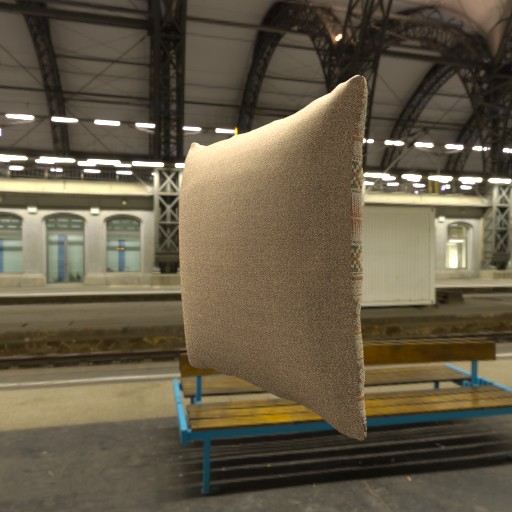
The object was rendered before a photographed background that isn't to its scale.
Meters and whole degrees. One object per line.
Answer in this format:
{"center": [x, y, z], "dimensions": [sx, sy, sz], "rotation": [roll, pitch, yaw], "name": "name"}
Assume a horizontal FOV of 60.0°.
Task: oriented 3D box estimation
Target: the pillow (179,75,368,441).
{"center": [0.000, 0.000, 0.825], "dimensions": [0.215, 0.519, 0.521], "rotation": [0, 1, -35], "name": "pillow"}
